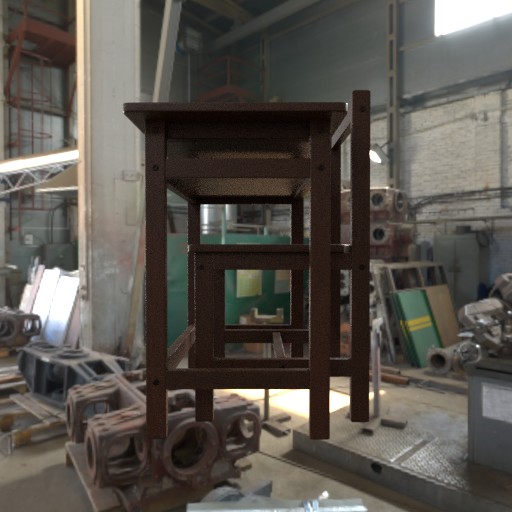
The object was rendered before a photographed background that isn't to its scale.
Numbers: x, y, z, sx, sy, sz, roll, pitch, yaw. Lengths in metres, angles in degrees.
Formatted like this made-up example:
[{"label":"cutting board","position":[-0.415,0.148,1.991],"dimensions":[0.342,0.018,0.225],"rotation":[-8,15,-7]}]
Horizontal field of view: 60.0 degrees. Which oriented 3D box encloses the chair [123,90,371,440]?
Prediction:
[{"label":"chair","position":[0.000,0.000,1.065],"dimensions":[0.463,0.673,0.599],"rotation":[0,1,0]}]
